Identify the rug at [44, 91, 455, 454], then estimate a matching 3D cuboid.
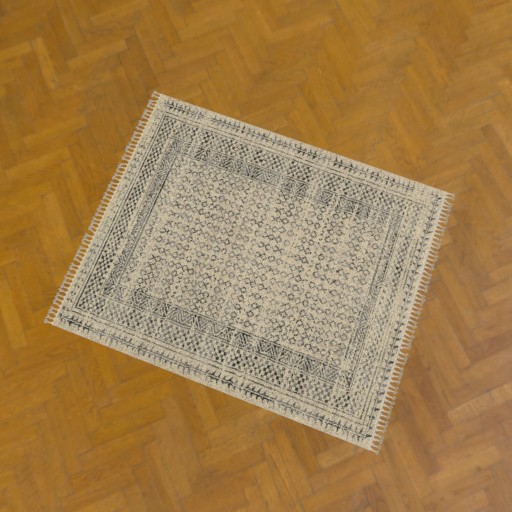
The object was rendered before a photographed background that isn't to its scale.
[{"bbox_3d":[0.000,0.000,3.808,2.940,0.013,2.312,20,78,4],"label":"rug"}]
